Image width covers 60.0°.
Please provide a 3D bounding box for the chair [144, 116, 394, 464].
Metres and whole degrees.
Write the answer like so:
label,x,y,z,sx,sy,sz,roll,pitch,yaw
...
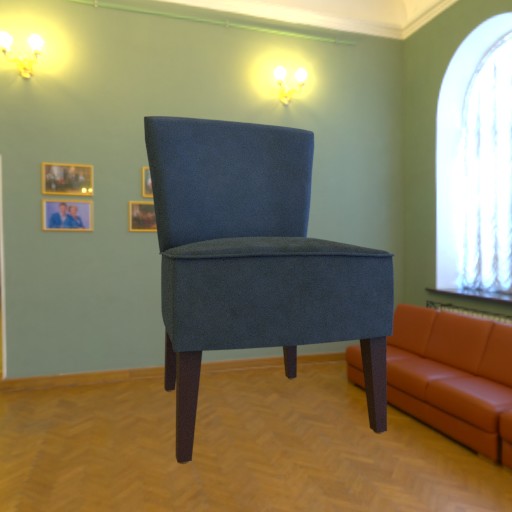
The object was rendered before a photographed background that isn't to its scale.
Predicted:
label,x,y,z,sx,sy,sz,roll,pitch,yaw
chair,0.000,0.000,1.142,0.521,0.806,0.551,0,1,-19
